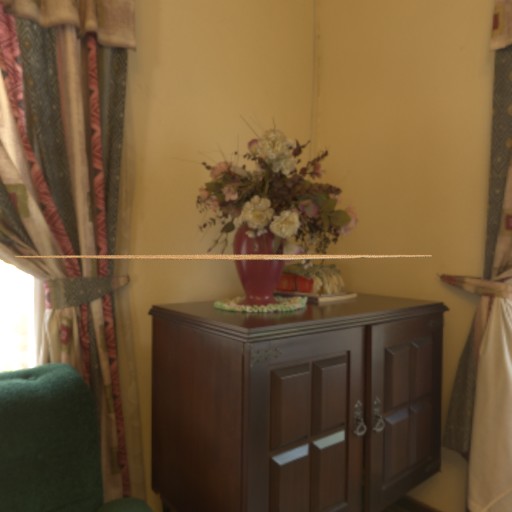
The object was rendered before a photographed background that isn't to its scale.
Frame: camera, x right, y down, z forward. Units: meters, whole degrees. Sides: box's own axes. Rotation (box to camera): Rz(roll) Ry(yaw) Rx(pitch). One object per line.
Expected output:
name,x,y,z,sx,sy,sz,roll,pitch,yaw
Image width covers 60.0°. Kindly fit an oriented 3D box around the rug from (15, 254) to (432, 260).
rug,0.000,0.000,4.271,2.449,0.019,3.357,0,0,35
